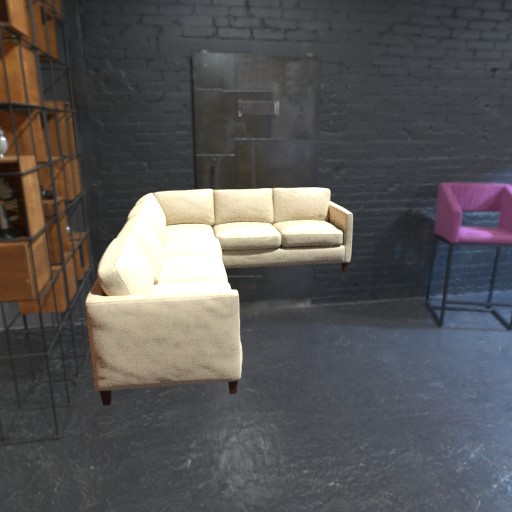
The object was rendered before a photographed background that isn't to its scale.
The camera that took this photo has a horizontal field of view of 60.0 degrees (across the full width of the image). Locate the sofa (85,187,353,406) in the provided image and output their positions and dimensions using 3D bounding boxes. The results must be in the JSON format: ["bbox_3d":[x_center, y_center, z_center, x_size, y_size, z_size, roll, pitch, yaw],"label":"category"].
[{"bbox_3d":[0.000,0.000,4.356,2.593,0.947,3.302,-3,16,-9],"label":"sofa"}]
